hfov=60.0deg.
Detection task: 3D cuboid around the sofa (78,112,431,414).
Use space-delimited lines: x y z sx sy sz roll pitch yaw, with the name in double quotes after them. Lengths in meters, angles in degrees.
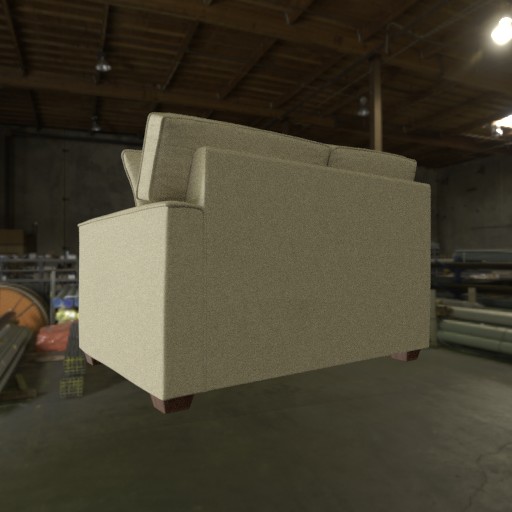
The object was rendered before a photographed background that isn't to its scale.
0.000 0.000 2.095 1.388 0.989 0.991 0 -1 -36 "sofa"
